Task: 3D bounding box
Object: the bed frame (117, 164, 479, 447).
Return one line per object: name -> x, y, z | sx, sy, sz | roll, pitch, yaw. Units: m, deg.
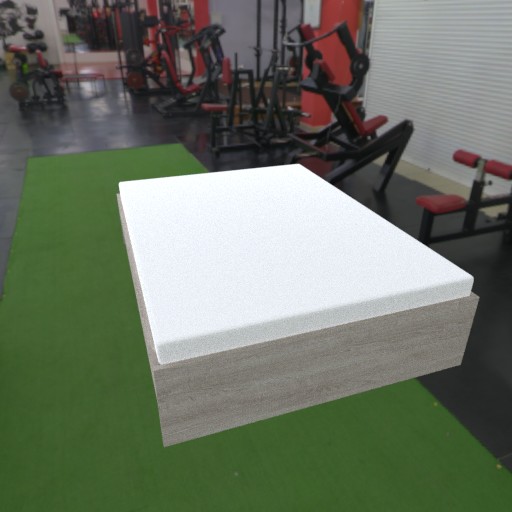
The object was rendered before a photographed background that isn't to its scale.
bed frame -> 0.000, 0.000, 2.661 | 1.448, 0.490, 1.944 | -9, 29, -17
